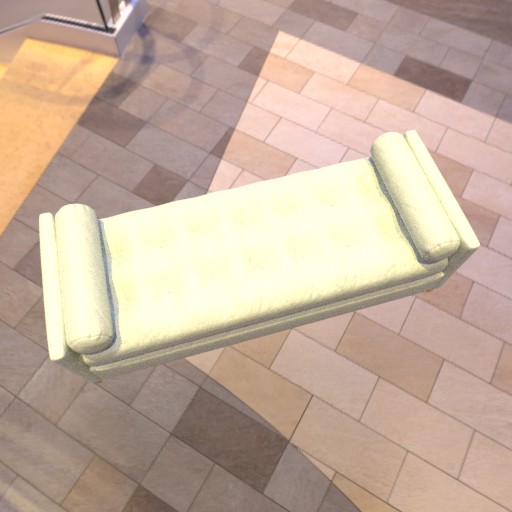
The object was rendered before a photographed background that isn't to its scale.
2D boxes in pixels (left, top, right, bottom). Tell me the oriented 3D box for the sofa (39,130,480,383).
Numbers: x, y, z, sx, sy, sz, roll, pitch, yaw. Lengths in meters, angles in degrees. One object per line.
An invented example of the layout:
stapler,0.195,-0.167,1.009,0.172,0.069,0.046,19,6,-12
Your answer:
sofa,0.000,0.000,2.467,2.102,0.705,0.796,-14,65,-7
